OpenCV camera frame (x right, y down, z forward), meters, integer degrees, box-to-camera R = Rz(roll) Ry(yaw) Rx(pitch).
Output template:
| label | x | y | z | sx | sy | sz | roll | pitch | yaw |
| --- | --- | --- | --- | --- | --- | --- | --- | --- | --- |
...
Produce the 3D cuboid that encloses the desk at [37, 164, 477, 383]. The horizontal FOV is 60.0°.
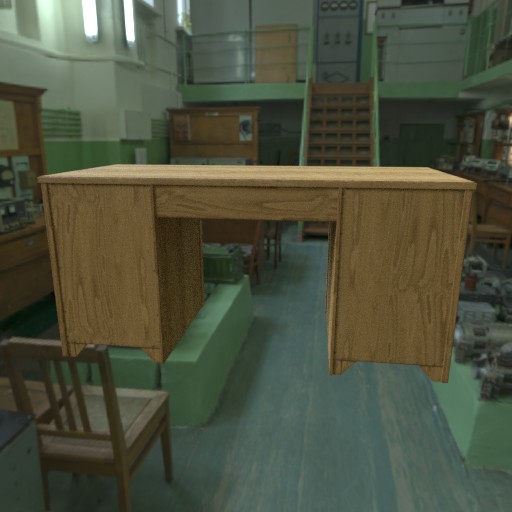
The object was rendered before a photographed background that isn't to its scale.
| label | x | y | z | sx | sy | sz | roll | pitch | yaw |
| --- | --- | --- | --- | --- | --- | --- | --- | --- | --- |
| desk | 0.000 | 0.000 | 1.992 | 1.567 | 0.751 | 0.685 | 2 | 16 | 7 |
